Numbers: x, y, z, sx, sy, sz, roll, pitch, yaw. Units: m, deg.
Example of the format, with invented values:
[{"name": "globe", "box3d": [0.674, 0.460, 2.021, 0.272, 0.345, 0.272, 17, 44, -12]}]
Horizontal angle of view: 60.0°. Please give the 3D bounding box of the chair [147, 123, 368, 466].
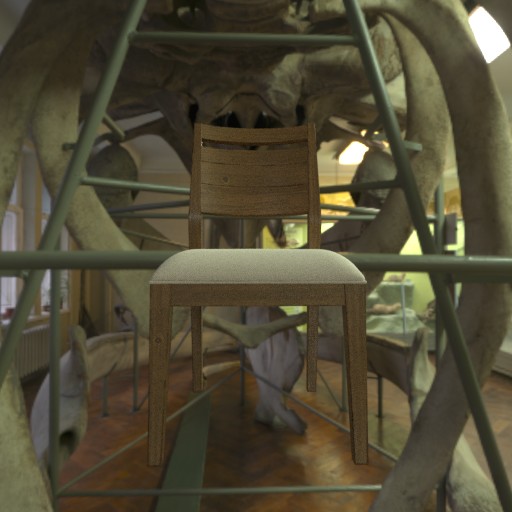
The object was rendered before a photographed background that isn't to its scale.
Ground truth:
[{"name": "chair", "box3d": [0.000, 0.000, 1.296, 0.497, 0.939, 0.610, 0, -1, -1]}]
